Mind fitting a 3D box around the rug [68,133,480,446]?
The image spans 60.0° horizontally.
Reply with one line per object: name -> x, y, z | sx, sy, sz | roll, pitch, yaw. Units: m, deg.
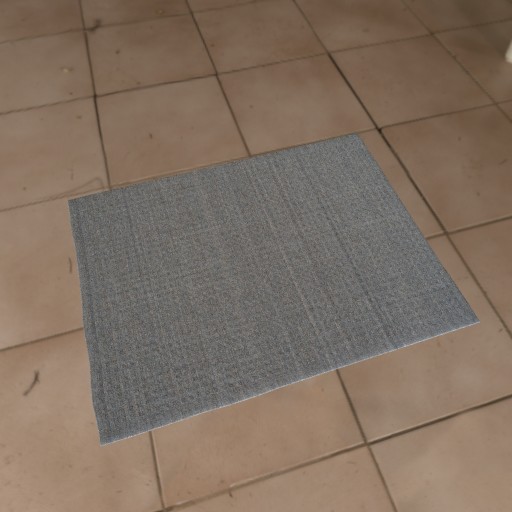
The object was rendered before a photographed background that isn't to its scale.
rug -> 0.000, 0.000, 4.108 | 3.200, 0.007, 2.443 | -15, 59, -10
